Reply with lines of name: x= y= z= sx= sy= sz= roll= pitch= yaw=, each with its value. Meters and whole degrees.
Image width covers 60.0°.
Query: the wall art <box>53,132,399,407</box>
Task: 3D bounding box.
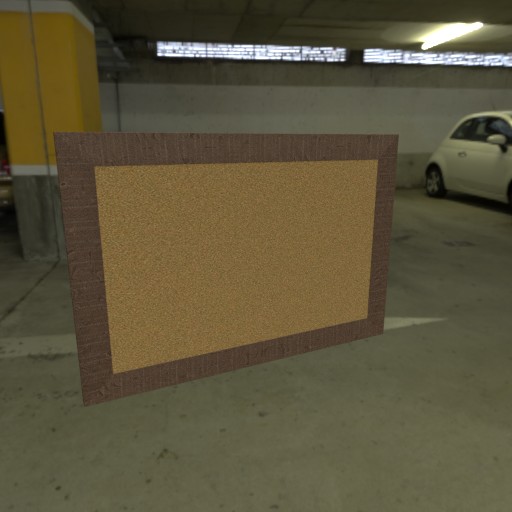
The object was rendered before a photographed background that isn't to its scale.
wall art: x=0.000 y=0.000 z=1.175 sx=0.917 sy=0.626 sz=0.019 roll=-7 pitch=16 yaw=-26
